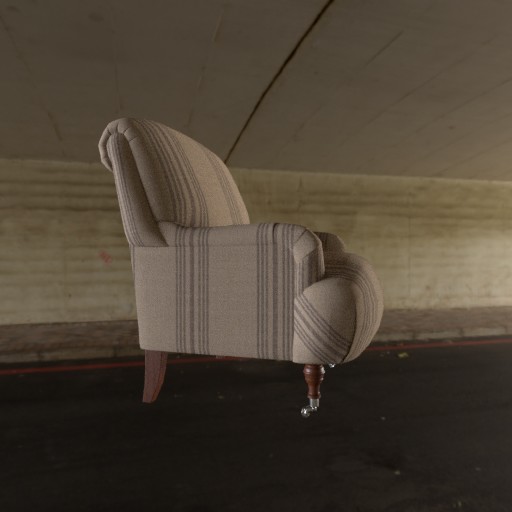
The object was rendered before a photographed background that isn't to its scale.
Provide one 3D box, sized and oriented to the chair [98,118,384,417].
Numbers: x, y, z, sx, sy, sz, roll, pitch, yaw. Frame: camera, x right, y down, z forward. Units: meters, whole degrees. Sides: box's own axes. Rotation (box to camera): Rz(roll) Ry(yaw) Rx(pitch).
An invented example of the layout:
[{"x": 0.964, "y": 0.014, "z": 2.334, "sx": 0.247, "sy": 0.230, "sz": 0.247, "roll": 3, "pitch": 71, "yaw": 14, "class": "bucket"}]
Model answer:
[{"x": 0.000, "y": 0.000, "z": 1.648, "sx": 0.914, "sy": 0.940, "sz": 0.813, "roll": 0, "pitch": 0, "yaw": 17, "class": "chair"}]
